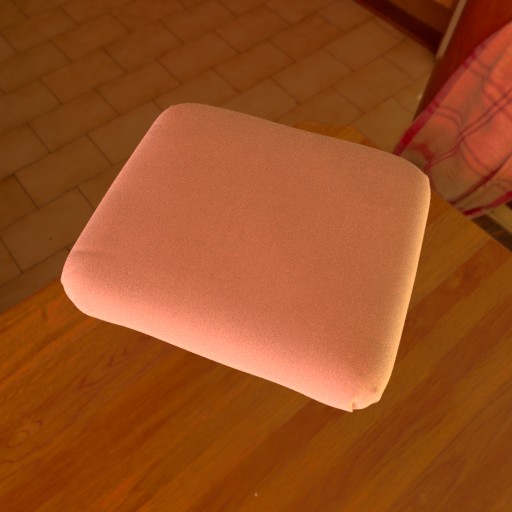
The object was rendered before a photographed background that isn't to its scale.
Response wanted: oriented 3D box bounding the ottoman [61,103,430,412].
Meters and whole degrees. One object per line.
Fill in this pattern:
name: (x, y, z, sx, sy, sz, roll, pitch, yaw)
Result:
ottoman: (0.000, 0.000, 1.148, 0.746, 0.450, 0.622, 18, 63, 9)
